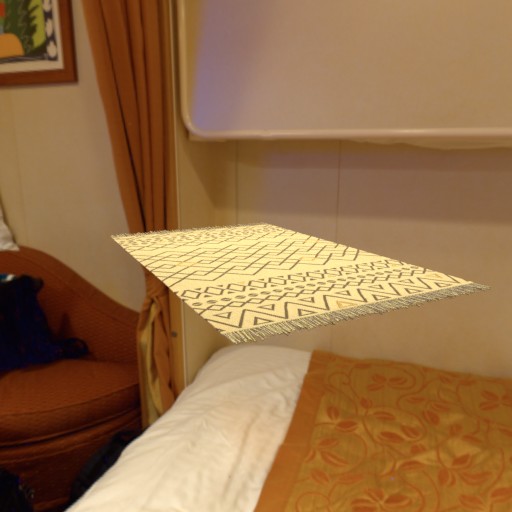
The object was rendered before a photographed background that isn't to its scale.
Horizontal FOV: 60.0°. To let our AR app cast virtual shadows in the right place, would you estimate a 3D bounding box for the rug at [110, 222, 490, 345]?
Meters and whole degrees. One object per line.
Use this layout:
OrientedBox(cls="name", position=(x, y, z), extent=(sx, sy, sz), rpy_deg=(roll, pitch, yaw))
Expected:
OrientedBox(cls="rug", position=(0.000, 0.000, 3.028), extent=(1.495, 0.035, 2.472), rpy_deg=(-7, 15, -27))
